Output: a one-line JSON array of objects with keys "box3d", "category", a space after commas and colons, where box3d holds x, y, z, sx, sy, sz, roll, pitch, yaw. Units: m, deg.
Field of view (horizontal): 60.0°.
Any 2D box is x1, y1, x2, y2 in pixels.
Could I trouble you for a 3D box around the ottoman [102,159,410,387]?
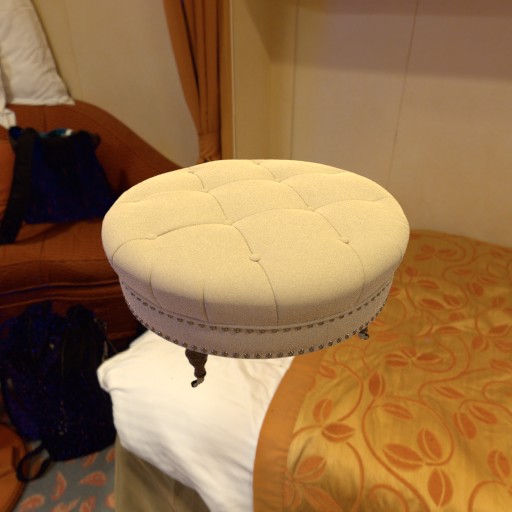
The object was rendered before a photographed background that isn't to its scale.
[{"box3d": [0.000, 0.000, 1.424, 0.901, 0.439, 0.901, 0, 31, 0], "category": "ottoman"}]
